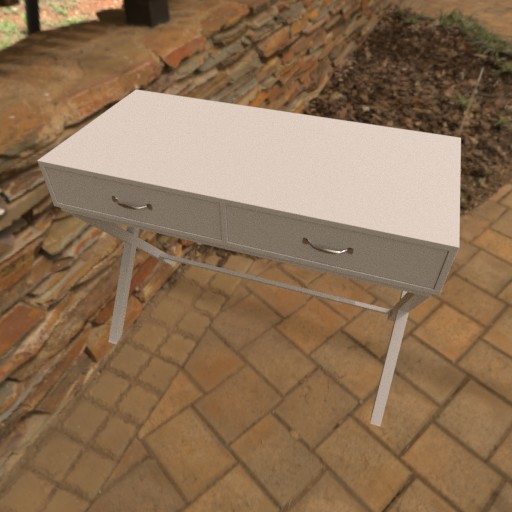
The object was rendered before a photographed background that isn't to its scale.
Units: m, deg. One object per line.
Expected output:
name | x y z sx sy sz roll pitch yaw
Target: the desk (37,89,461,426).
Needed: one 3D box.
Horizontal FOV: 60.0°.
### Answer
desk | 0.000 0.000 1.474 1.057 0.780 0.525 13 44 14
